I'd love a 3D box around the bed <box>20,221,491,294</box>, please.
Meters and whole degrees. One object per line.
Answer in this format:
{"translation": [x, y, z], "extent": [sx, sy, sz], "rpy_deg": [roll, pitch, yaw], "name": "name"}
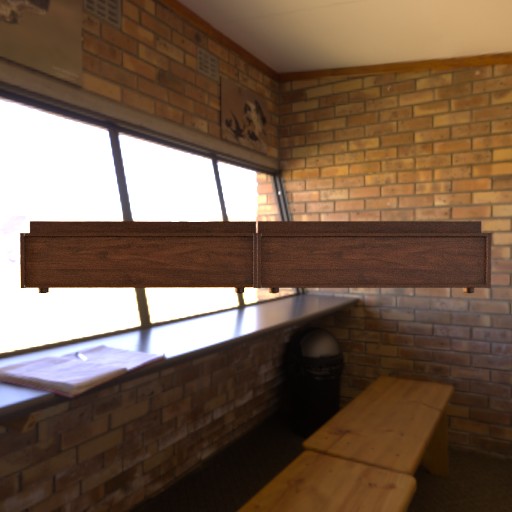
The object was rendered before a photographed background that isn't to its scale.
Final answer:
{"translation": [0.000, 0.000, 2.329], "extent": [2.057, 0.326, 0.787], "rpy_deg": [0, 1, -1], "name": "bed"}
